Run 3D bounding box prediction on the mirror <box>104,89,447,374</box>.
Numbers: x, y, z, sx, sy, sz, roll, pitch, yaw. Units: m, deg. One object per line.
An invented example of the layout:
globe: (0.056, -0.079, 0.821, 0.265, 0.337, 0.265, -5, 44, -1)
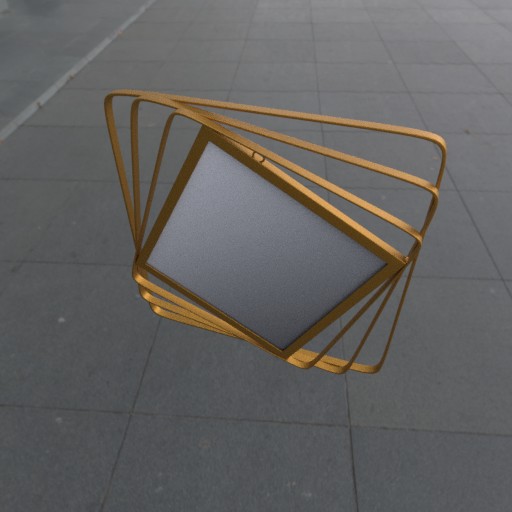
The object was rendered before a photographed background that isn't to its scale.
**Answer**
mirror: (0.000, 0.000, 0.699, 0.470, 0.468, 0.045, 13, 42, 14)
